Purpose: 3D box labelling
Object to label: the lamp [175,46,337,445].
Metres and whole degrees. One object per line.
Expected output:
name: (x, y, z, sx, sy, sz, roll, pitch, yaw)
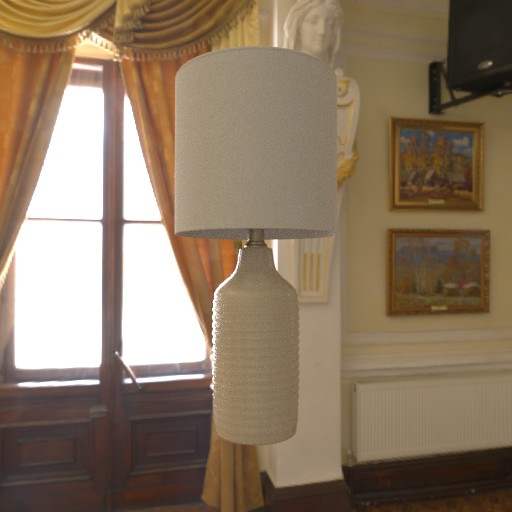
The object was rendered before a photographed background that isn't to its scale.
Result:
lamp: (0.000, 0.000, 0.610, 0.220, 0.475, 0.220, 0, -1, 0)
